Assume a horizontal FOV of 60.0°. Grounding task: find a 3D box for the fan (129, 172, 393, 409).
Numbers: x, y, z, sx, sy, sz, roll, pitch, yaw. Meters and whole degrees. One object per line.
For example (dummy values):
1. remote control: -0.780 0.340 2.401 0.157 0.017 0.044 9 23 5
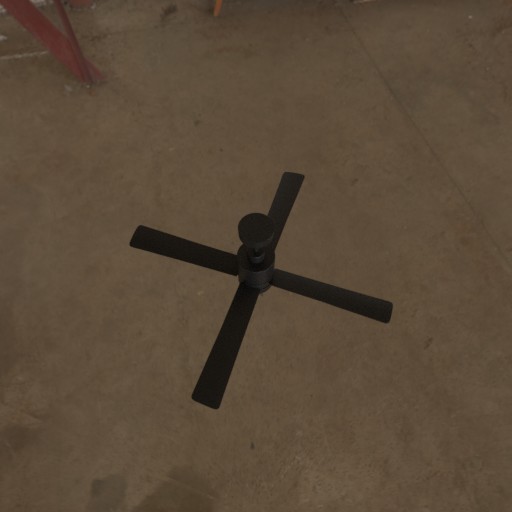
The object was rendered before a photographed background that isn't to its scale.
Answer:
1. fan: 0.000 0.000 2.327 1.525 0.534 1.525 17 61 10
